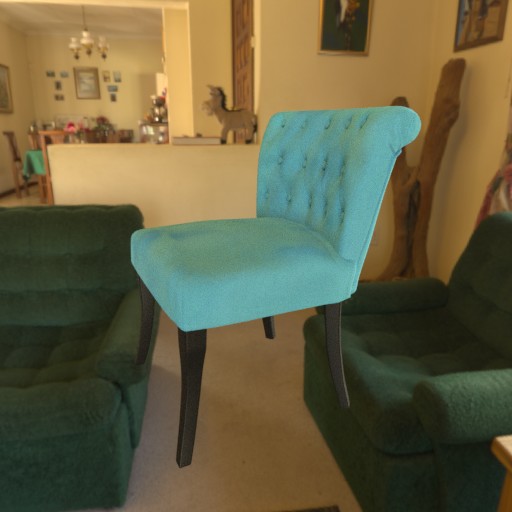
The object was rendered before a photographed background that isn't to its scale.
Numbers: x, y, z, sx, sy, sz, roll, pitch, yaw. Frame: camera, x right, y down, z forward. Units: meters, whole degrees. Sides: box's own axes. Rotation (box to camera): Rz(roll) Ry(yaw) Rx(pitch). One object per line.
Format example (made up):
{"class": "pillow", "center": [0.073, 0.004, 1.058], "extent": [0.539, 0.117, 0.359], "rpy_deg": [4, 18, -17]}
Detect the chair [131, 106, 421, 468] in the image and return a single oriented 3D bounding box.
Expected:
{"class": "chair", "center": [0.000, 0.000, 1.181], "extent": [0.605, 0.750, 0.582], "rpy_deg": [-8, 18, -25]}
